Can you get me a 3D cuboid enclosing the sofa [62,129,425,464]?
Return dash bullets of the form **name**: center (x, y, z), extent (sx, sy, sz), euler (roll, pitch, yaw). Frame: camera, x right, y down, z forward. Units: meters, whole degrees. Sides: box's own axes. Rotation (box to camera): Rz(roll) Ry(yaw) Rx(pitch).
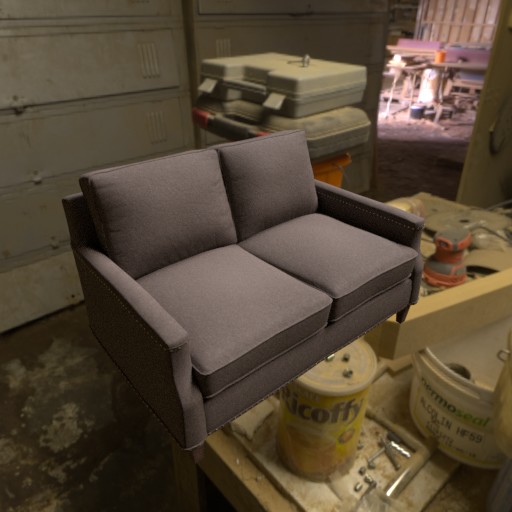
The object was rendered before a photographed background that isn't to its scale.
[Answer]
- **sofa**: center (0.000, 0.000, 2.310), extent (1.597, 1.003, 1.084), euler (-22, 36, -34)
